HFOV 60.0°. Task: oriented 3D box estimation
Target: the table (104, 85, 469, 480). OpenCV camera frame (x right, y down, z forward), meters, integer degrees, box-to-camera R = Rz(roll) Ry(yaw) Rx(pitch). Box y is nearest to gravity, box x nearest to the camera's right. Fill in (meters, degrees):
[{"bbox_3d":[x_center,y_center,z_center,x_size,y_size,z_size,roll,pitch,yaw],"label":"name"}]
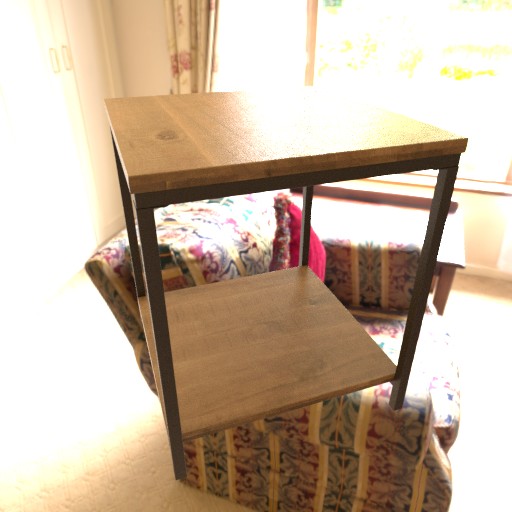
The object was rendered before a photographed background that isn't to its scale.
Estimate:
[{"bbox_3d":[0.000,0.000,0.950,0.503,0.589,0.507,-10,31,-17],"label":"table"}]
